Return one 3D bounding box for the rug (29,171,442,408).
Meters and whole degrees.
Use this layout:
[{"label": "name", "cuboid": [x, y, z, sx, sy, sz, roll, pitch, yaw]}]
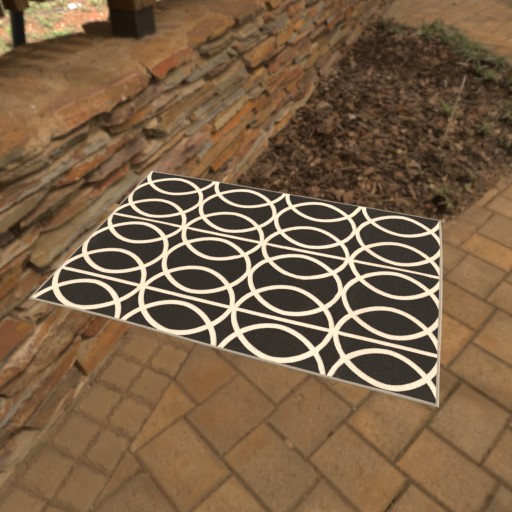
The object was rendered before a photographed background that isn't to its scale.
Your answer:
[{"label": "rug", "cuboid": [0.000, 0.000, 2.861, 2.294, 0.014, 1.528, 12, 43, 13]}]
